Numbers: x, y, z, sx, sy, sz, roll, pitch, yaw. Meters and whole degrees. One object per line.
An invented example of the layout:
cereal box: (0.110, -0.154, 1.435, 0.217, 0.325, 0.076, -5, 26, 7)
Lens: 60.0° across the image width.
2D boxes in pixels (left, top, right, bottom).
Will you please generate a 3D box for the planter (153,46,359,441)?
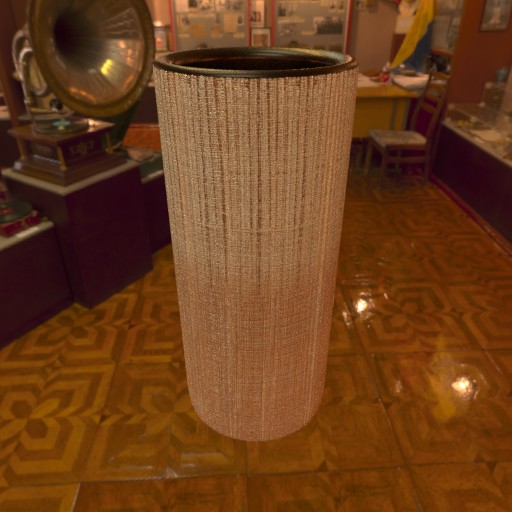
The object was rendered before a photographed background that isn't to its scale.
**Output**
planter: (0.000, 0.000, 0.275, 0.100, 0.227, 0.100, 0, 31, -1)
